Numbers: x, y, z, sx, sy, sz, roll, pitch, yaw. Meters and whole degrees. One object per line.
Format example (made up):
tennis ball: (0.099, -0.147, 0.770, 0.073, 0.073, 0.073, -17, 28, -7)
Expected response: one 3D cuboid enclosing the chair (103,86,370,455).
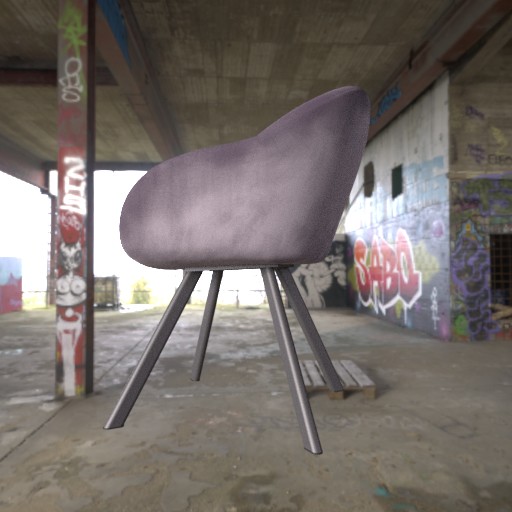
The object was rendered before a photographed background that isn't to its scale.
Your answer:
chair: (0.000, 0.000, 1.170, 0.590, 0.795, 0.550, 0, -2, 16)
